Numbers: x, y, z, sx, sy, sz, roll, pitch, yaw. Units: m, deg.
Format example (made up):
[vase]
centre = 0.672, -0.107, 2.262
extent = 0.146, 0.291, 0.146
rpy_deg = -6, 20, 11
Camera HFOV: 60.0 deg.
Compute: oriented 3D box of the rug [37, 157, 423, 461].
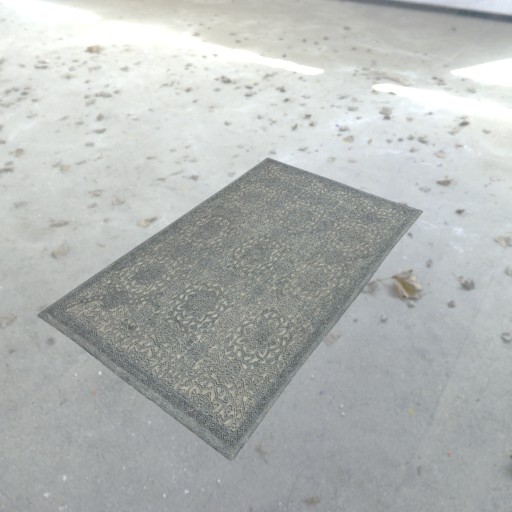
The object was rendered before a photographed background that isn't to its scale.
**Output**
[rug]
centre = 0.000, 0.000, 3.152
extent = 1.535, 0.022, 2.498
rpy_deg = 25, 47, 26
